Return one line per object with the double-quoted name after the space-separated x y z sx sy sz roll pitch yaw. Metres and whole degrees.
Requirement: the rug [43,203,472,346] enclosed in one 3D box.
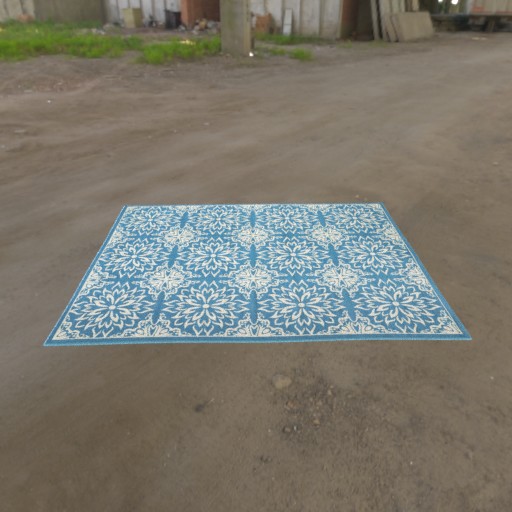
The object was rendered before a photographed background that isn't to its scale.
0.000 0.000 4.070 2.964 0.018 2.350 -1 30 -1 "rug"
